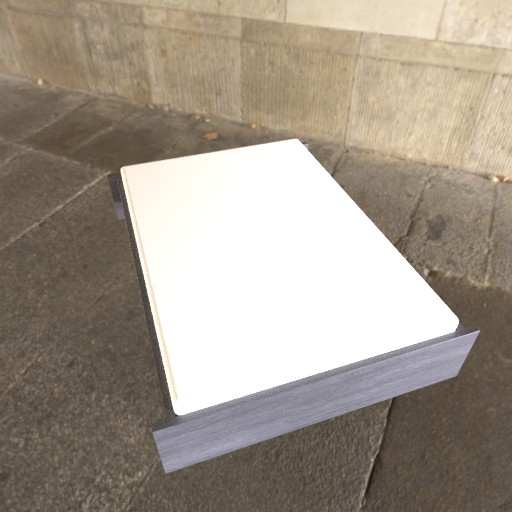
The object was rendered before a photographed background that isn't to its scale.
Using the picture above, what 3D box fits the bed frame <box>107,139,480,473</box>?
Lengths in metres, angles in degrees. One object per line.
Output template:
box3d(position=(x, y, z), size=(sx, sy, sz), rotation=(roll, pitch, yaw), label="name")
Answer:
box3d(position=(0.000, 0.000, 2.625), size=(1.490, 0.432, 1.950), rotation=(-13, 43, -14), label="bed frame")
